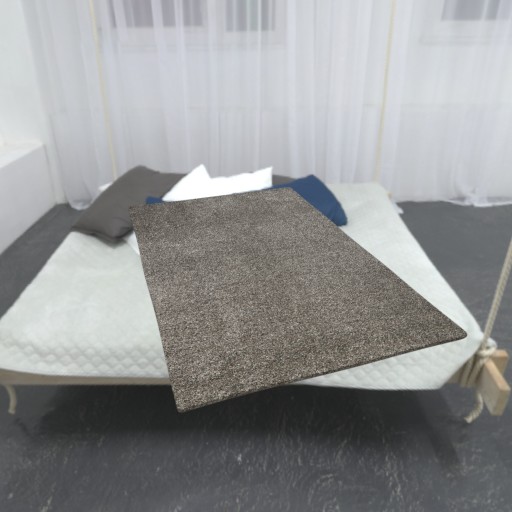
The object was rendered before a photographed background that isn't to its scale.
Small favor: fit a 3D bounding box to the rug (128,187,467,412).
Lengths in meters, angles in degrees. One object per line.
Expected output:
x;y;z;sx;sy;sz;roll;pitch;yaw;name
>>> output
0.000;0.000;3.030;1.501;0.025;2.352;-9;30;-17;rug
